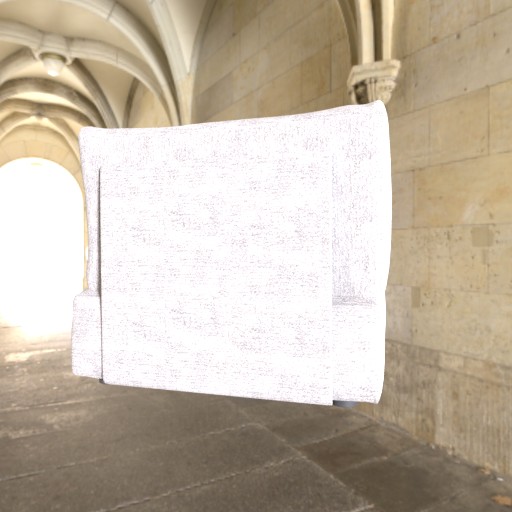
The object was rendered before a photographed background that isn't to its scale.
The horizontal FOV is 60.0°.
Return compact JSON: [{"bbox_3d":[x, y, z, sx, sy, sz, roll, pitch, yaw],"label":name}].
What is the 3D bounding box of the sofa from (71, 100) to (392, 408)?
[{"bbox_3d":[0.000,0.000,1.723,1.000,0.820,1.000,0,0,16],"label":"sofa"}]
